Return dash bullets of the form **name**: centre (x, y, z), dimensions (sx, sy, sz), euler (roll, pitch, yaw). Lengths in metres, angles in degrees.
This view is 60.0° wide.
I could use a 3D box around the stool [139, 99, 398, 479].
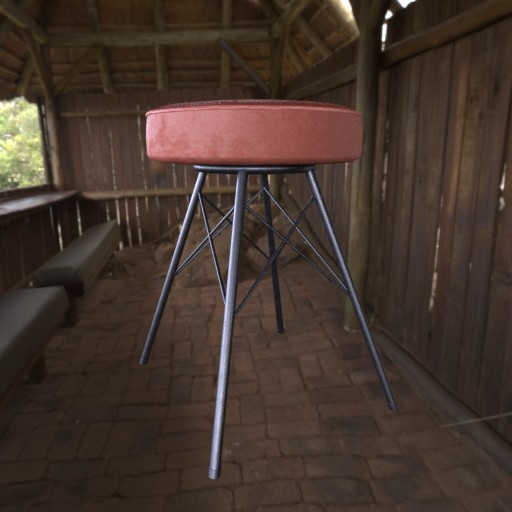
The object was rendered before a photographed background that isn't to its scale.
- **stool**: centre (0.000, 0.000, 0.927), dimensions (0.421, 0.593, 0.457), euler (-7, 16, -28)
